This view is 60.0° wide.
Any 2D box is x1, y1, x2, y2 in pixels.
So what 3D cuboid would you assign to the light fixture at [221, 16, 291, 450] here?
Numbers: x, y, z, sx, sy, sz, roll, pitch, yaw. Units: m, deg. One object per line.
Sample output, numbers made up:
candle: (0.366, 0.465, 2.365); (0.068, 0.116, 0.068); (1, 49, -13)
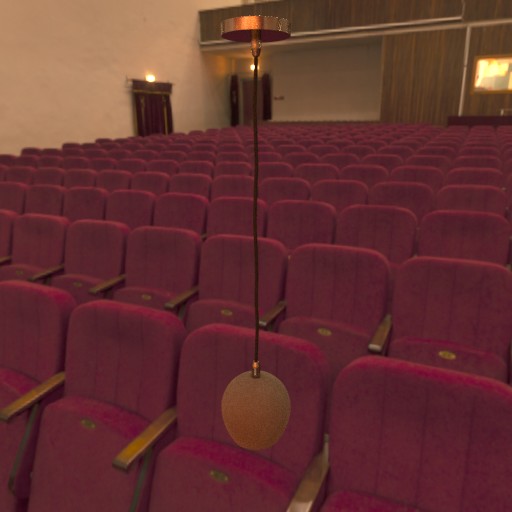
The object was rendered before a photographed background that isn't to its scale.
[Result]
light fixture: (0.000, 0.000, 0.808); (0.139, 0.764, 0.139); (8, 18, 25)
